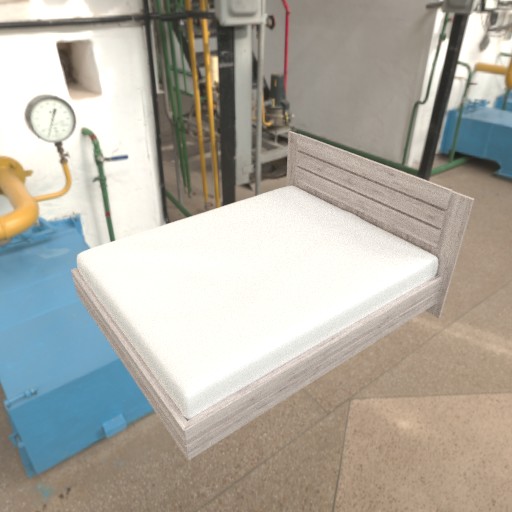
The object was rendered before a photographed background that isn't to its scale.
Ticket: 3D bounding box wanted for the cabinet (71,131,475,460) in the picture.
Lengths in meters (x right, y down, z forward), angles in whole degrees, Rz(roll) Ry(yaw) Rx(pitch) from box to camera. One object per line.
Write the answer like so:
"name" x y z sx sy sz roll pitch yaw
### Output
"cabinet" 0.000 0.000 3.065 2.080 0.970 1.750 -22 39 -30
